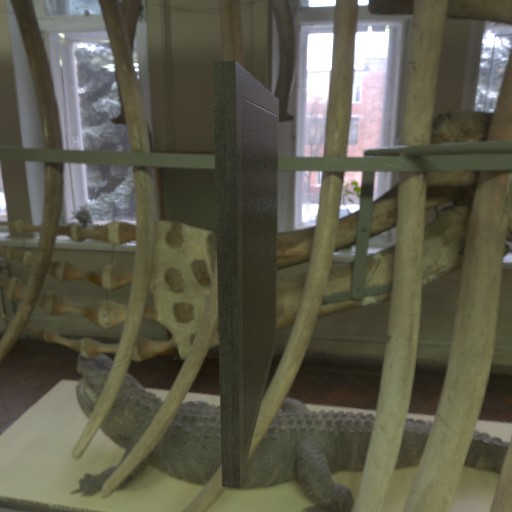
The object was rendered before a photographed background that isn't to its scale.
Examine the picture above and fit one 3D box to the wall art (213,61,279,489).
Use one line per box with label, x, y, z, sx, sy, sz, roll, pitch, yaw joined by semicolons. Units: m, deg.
wall art;0.000;0.000;0.807;0.027;0.580;0.479;2;15;9
